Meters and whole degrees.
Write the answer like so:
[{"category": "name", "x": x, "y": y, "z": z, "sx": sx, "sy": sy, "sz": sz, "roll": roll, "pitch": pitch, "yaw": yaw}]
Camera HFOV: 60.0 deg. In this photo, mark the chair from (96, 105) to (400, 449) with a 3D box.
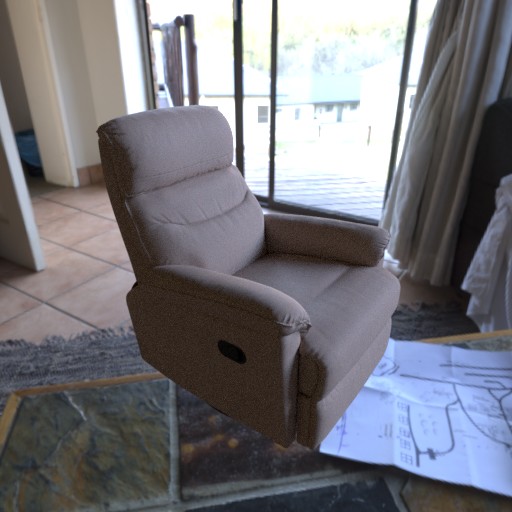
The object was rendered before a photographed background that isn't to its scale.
[{"category": "chair", "x": 0.000, "y": 0.000, "z": 1.715, "sx": 1.004, "sy": 1.037, "sz": 0.820, "roll": 17, "pitch": 30, "yaw": 31}]
